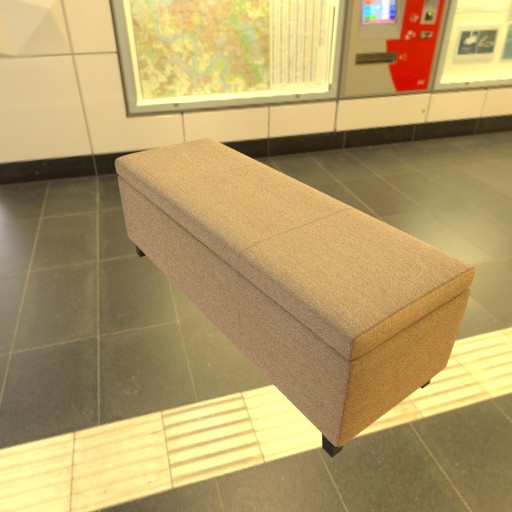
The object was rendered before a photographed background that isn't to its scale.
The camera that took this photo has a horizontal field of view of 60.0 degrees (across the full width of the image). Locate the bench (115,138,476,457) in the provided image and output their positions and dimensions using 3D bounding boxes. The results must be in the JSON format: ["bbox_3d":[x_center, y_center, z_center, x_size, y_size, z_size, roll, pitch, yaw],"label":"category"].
[{"bbox_3d":[0.000,0.000,1.498,0.446,0.438,1.269,-22,39,-30],"label":"bench"}]
